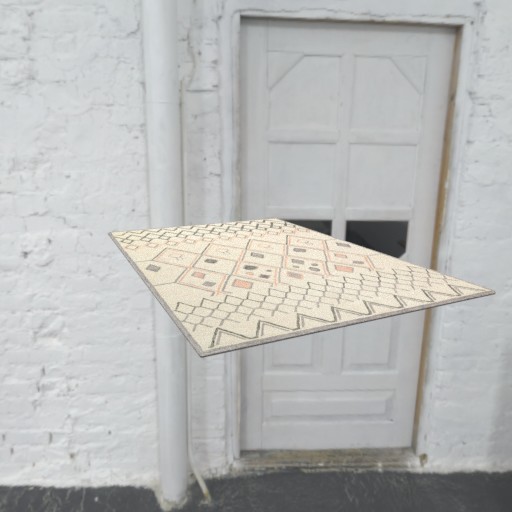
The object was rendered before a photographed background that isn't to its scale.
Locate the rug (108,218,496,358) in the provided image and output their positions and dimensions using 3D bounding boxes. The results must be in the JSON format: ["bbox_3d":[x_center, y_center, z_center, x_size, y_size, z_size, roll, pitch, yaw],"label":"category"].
[{"bbox_3d":[0.000,0.000,2.283,1.219,0.016,1.829,-7,16,-25],"label":"rug"}]
